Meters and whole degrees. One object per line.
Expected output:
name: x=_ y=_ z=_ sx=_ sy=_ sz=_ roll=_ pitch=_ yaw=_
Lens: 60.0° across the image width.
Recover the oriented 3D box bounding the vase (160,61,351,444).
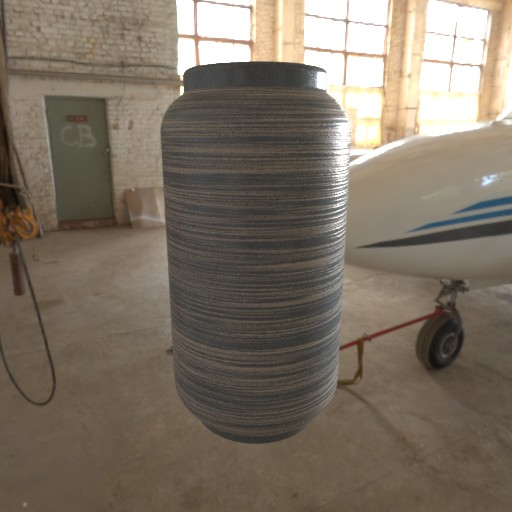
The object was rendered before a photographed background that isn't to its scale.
vase: x=0.000 y=0.000 z=0.297 sx=0.116 sy=0.230 sz=0.116 roll=0 pitch=16 yaw=0
